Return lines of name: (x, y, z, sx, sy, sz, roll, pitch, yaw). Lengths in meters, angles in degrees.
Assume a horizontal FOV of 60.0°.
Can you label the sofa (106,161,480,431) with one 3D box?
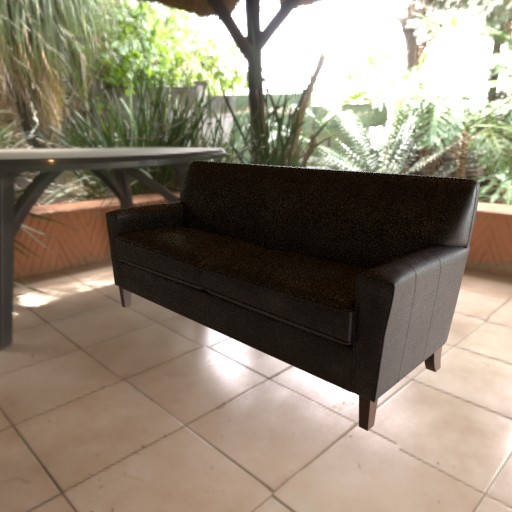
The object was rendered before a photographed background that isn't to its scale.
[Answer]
sofa: (0.000, 0.000, 2.512, 2.053, 0.947, 0.805, 15, 21, 42)
